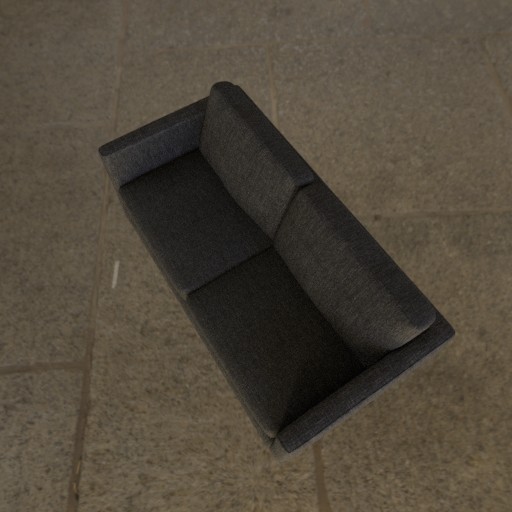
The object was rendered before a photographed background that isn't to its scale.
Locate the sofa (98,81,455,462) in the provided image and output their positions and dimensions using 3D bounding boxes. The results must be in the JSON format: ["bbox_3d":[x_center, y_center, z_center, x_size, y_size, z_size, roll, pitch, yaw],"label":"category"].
[{"bbox_3d":[0.000,0.000,2.442,0.950,0.963,1.884,-30,67,-14],"label":"sofa"}]
